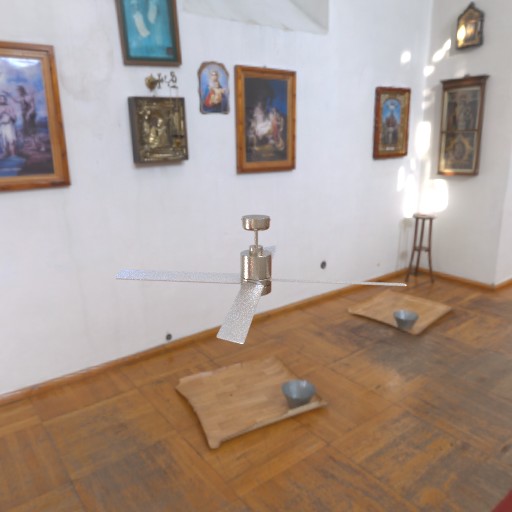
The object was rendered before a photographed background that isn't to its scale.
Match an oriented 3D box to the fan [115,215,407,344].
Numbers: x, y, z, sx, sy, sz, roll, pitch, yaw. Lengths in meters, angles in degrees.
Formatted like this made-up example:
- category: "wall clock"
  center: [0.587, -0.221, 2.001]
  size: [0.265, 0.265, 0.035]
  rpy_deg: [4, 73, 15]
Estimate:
- category: "fan"
  center: [0.000, 0.000, 1.994]
  size: [1.322, 0.355, 1.322]
  rpy_deg: [2, 14, 7]
